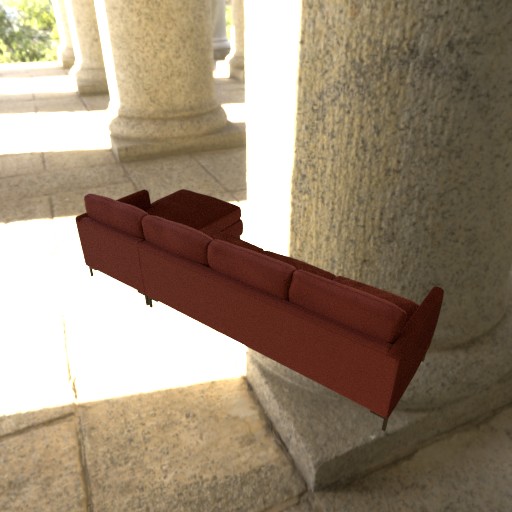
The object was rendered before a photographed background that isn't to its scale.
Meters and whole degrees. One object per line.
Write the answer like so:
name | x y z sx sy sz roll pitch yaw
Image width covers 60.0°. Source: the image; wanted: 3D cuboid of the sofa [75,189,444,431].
sofa | 0.000 0.000 3.618 2.932 0.810 1.350 21 36 31
